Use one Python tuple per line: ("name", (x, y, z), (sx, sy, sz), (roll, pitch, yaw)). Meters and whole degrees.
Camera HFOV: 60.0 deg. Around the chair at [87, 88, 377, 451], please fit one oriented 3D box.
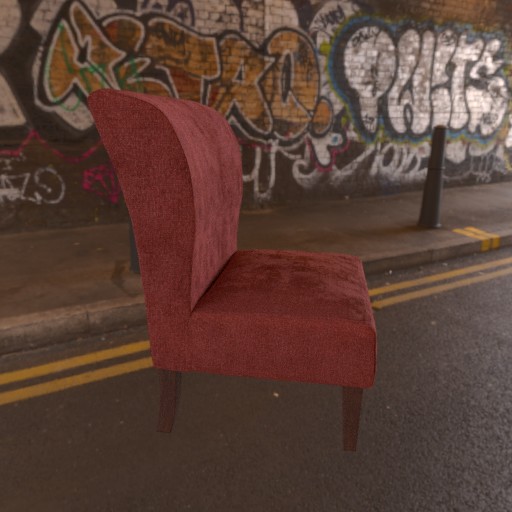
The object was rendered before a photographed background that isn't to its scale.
("chair", (0.000, 0.000, 1.222), (0.640, 0.846, 0.538), (3, 17, 10))
